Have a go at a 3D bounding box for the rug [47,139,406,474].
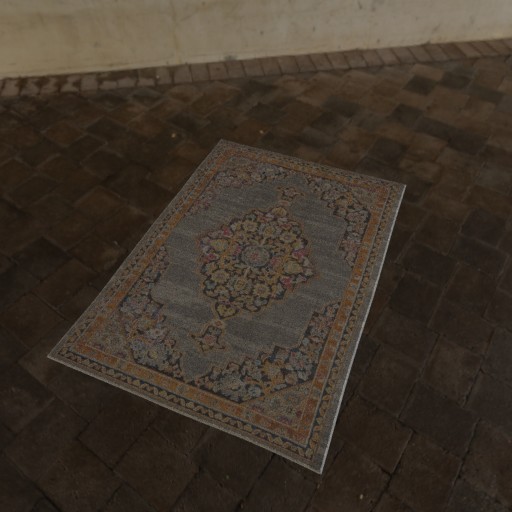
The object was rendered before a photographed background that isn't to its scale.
[{"bbox_3d":[0.000,0.000,3.786,2.043,0.026,2.901,17,51,15],"label":"rug"}]
